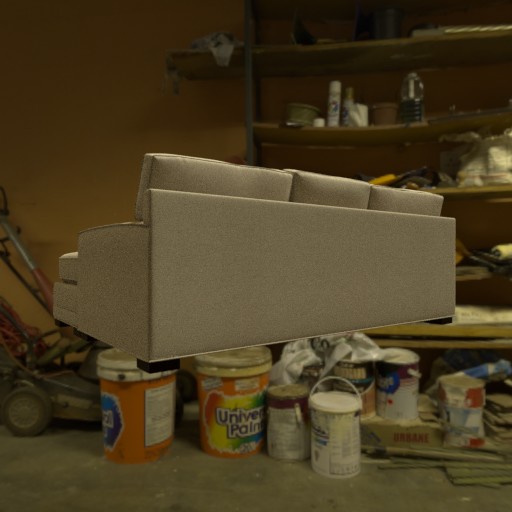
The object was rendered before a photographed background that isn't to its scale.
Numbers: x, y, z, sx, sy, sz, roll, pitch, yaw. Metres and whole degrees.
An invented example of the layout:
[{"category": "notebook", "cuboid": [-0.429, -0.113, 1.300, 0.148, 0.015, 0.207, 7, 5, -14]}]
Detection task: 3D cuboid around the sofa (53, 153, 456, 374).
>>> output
[{"category": "sofa", "cuboid": [0.000, 0.000, 2.806, 2.087, 0.861, 1.496, 0, 0, -37]}]
